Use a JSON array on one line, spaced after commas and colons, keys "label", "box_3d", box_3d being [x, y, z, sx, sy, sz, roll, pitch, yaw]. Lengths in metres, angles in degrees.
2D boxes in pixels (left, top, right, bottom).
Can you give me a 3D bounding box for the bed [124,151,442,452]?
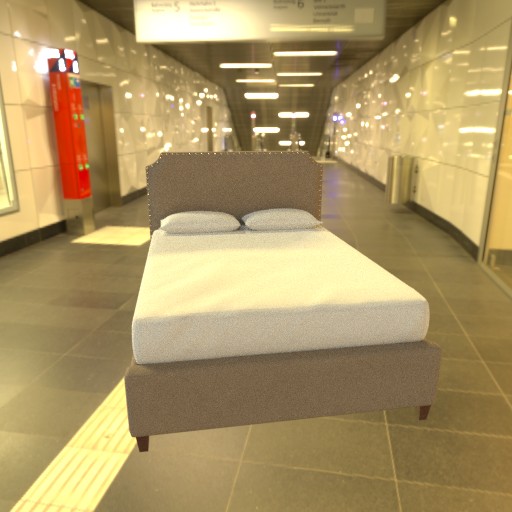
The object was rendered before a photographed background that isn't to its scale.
[{"label": "bed", "box_3d": [0.000, 0.000, 3.324, 1.703, 1.415, 2.329, -3, 16, -9]}]
